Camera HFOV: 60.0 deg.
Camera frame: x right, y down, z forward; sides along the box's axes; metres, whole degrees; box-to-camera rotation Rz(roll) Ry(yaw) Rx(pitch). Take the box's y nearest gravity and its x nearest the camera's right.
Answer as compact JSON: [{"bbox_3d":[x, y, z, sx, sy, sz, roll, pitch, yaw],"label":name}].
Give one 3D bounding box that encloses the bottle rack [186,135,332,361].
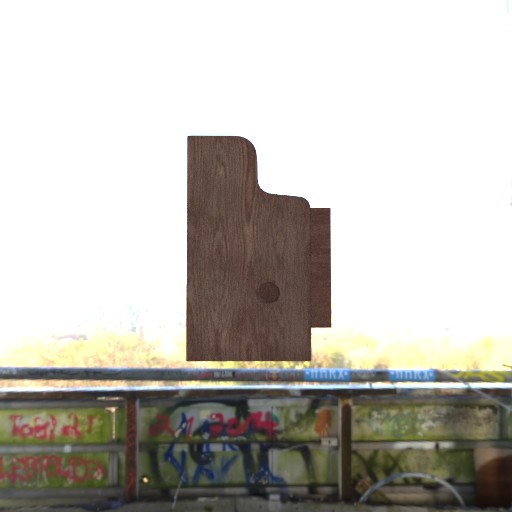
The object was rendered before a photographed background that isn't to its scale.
[{"bbox_3d":[0.000,0.000,0.688,0.126,0.196,0.608,0,-1,0],"label":"bottle rack"}]
